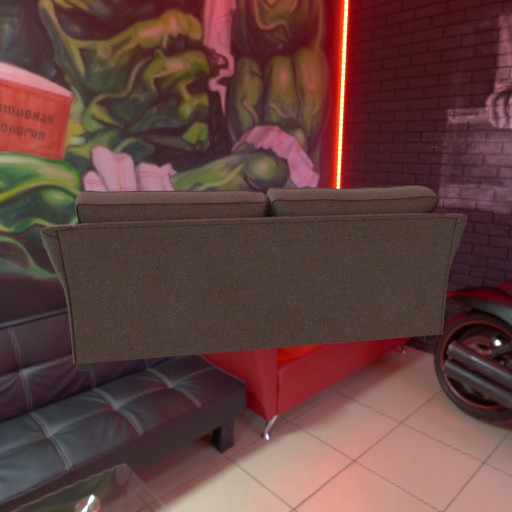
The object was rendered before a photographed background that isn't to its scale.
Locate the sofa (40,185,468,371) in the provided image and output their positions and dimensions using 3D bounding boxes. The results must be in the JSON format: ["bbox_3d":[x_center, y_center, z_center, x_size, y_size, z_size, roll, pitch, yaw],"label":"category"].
[{"bbox_3d":[0.000,0.000,2.795,2.270,0.906,0.986,-3,14,-10],"label":"sofa"}]
